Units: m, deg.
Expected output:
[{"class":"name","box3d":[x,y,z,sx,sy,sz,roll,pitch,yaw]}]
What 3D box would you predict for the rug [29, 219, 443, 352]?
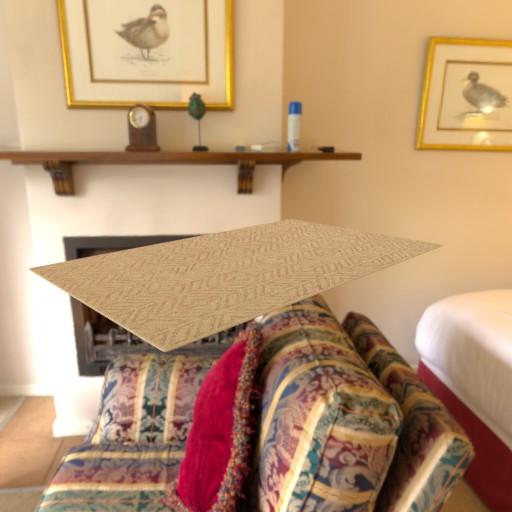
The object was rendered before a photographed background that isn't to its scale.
[{"class":"rug","box3d":[0.000,0.000,3.018,2.438,0.008,1.523,-14,21,-42]}]
